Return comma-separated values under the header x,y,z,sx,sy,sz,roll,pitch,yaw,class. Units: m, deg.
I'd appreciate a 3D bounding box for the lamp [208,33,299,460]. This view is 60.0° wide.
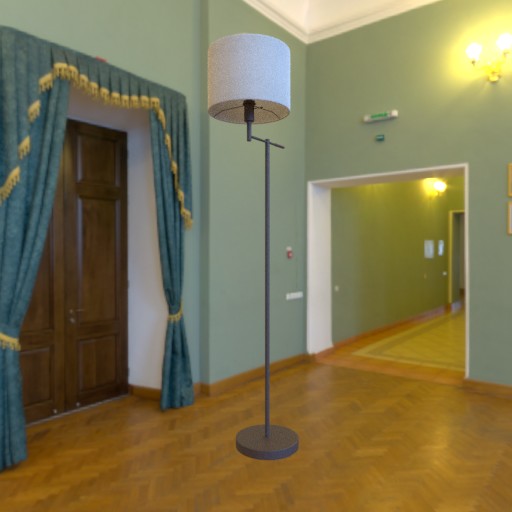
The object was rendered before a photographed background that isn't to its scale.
x,y,z,sx,sy,sz,roll,pitch,yaw,class
0.000,0.000,1.796,0.324,1.600,0.416,1,1,37,lamp
